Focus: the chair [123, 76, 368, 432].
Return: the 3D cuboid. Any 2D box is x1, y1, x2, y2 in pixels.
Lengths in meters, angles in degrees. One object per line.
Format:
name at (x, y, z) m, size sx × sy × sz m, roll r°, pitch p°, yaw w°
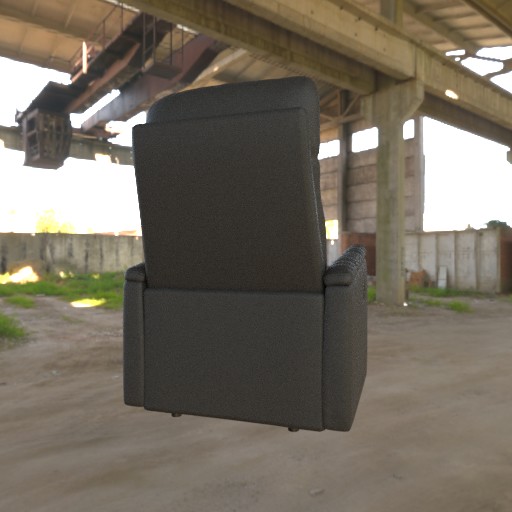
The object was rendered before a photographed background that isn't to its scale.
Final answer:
chair at (0.000, 0.000, 1.664) m, size 0.775 × 1.082 × 0.831 m, roll 0°, pitch 0°, yaw 18°
